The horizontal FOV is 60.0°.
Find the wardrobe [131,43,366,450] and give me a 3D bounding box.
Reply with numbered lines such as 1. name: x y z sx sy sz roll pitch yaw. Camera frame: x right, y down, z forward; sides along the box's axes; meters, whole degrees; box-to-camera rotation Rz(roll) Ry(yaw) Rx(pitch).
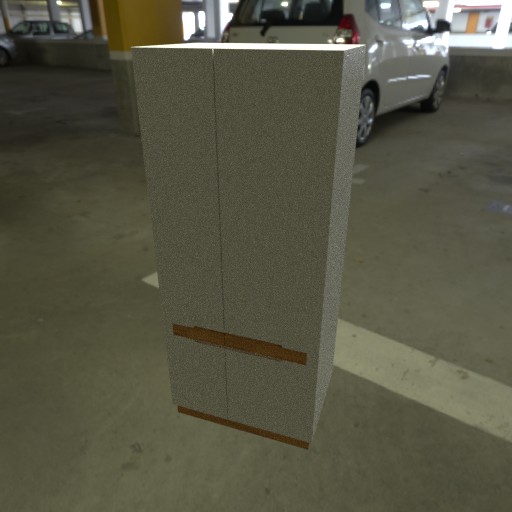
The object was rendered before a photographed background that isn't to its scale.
1. wardrobe: 0.000 0.000 2.380 0.860 2.040 0.600 9 29 17
